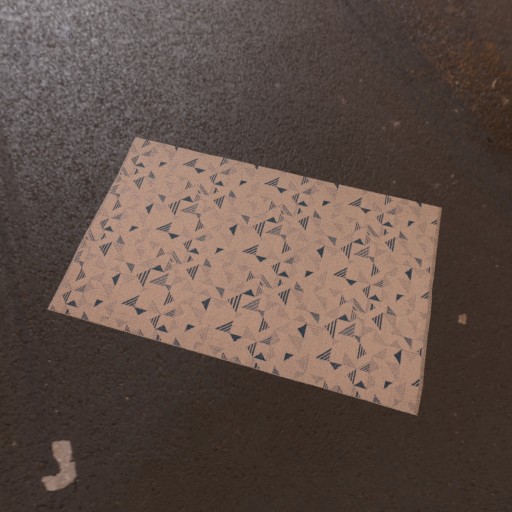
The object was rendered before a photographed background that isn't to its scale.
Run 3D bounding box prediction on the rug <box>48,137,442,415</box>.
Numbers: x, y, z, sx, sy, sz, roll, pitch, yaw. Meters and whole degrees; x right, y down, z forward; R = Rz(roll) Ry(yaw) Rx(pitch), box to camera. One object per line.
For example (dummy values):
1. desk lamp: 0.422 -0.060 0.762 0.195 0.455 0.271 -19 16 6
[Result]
1. rug: 0.000 0.000 3.112 2.457 0.009 1.512 14 65 7
